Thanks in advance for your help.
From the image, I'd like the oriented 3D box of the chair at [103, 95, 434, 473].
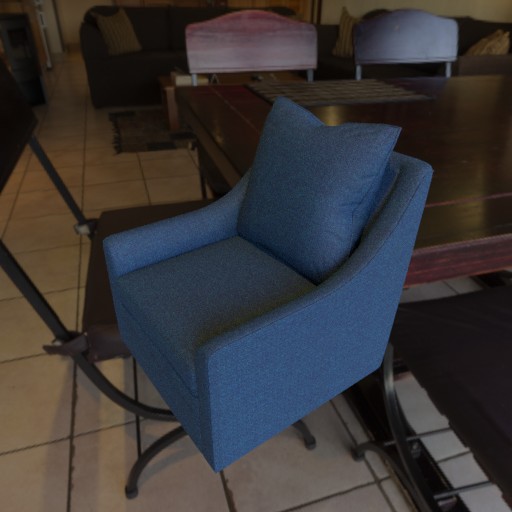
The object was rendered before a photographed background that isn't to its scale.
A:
[{"bbox_3d":[0.000,0.000,1.593,0.870,0.939,0.750,-21,37,-30],"label":"chair"}]
